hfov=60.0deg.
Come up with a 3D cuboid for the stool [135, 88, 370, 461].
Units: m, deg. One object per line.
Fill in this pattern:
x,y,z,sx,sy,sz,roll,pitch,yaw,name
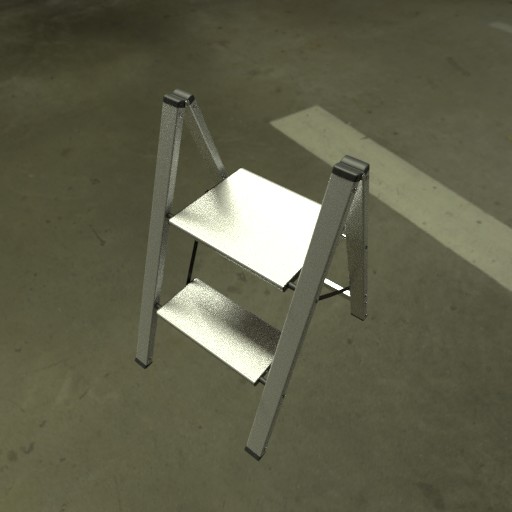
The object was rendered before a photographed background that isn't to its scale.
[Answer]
0.000,0.000,1.034,0.440,0.670,0.535,29,53,25,stool
